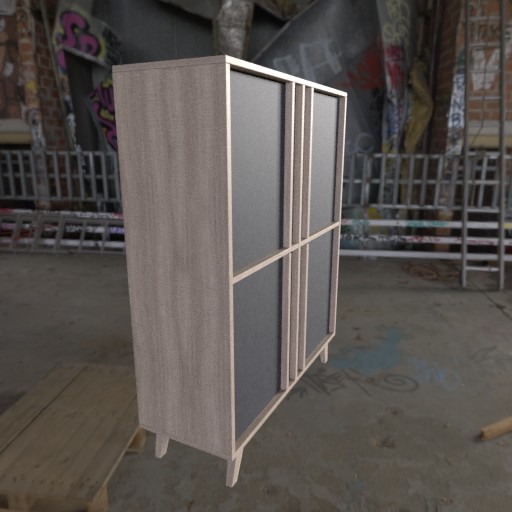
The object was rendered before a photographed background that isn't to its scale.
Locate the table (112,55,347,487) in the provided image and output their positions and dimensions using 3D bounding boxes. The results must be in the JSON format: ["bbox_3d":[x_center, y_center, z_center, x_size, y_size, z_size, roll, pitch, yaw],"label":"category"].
[{"bbox_3d":[0.000,0.000,1.891,0.398,1.388,1.111,8,17,26],"label":"table"}]
